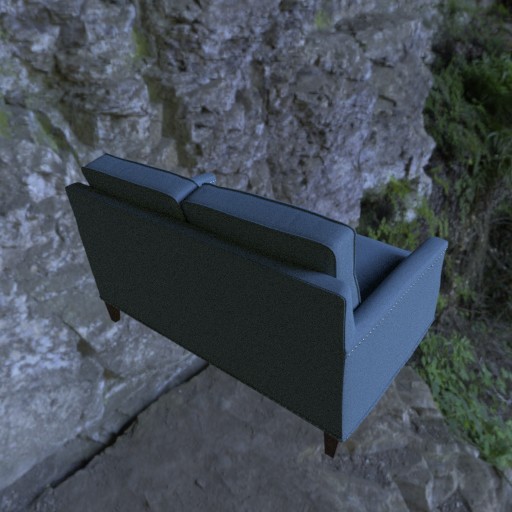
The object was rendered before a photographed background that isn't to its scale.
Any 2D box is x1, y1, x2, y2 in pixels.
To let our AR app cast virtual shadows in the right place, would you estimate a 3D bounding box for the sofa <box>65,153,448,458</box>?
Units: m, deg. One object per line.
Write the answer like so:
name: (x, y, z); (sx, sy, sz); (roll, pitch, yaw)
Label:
sofa: (0.000, 0.000, 2.245); (1.597, 1.003, 1.084); (21, 36, 32)
